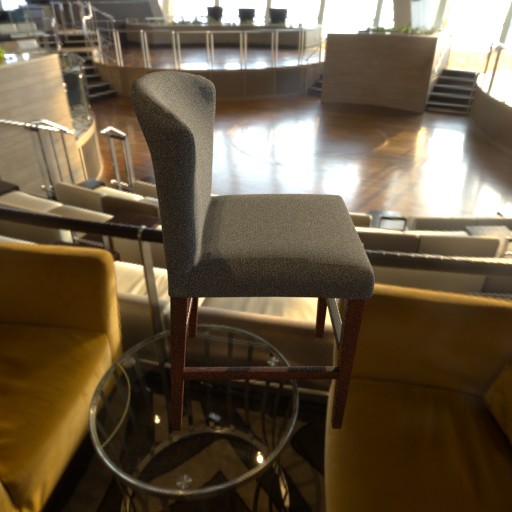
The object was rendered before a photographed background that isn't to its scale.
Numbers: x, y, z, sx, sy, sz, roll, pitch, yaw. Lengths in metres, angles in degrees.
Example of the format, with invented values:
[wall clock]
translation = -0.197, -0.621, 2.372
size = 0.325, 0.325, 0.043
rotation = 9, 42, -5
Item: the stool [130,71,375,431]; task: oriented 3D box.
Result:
[stool]
translation = 0.000, 0.000, 1.276
size = 0.568, 0.968, 0.479
rotation = 0, 31, 0
